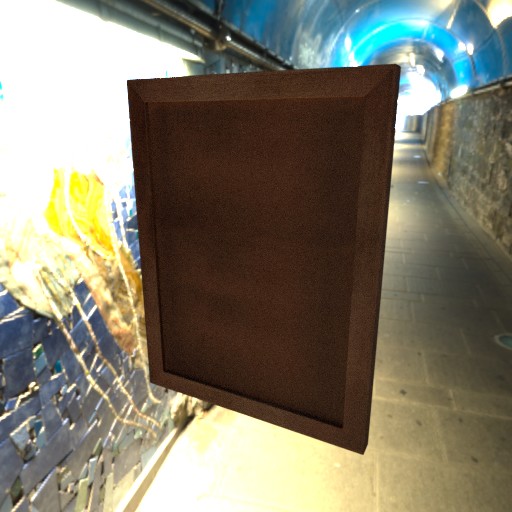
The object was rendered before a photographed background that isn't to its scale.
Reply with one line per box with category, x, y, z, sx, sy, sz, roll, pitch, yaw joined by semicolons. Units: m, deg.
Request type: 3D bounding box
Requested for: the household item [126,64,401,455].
household item;0.000;0.000;0.537;0.310;0.407;0.067;9;19;27
